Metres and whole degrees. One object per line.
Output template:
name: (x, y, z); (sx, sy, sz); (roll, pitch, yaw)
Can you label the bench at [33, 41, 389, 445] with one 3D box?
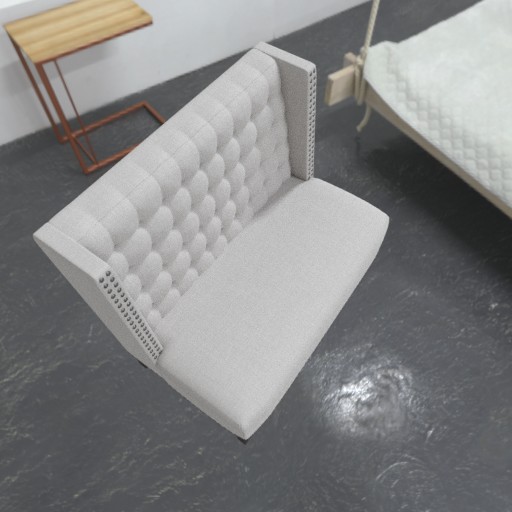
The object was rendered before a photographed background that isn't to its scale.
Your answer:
bench: (0.000, 0.000, 2.000); (0.847, 1.123, 1.280); (31, 63, 18)
